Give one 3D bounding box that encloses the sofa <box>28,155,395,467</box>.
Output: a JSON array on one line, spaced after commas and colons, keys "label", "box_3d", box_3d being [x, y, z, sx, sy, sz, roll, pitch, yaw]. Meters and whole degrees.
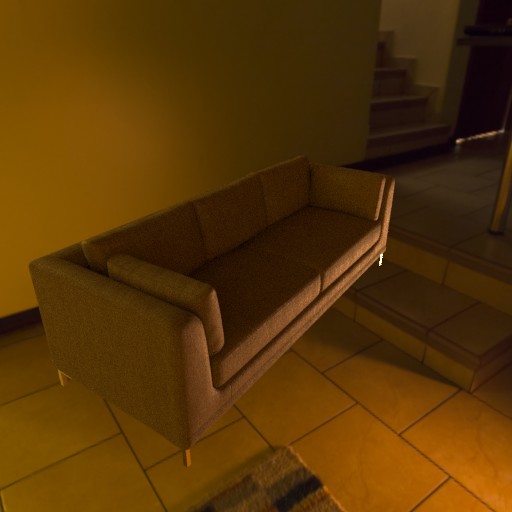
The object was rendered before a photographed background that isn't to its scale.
[{"label": "sofa", "box_3d": [0.000, 0.000, 2.875, 0.969, 0.867, 2.415, 17, 31, 31]}]
